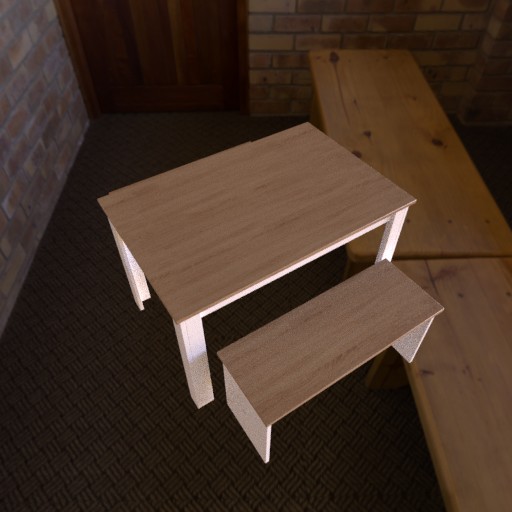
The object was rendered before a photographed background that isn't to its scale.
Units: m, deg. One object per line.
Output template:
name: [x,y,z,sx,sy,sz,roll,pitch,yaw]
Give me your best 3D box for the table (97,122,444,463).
table: [0.000,0.000,2.090,1.100,0.700,1.443,-26,52,-22]
